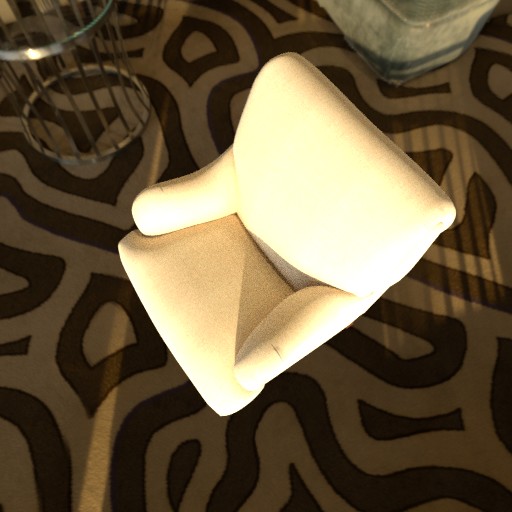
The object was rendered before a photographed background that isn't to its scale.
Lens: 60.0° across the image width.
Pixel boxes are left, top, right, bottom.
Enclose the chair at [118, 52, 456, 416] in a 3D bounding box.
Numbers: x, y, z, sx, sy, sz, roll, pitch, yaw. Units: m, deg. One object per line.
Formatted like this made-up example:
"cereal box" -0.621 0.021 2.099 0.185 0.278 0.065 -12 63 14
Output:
"chair" 0.000 0.000 1.568 0.842 0.944 0.766 -32 68 -14
